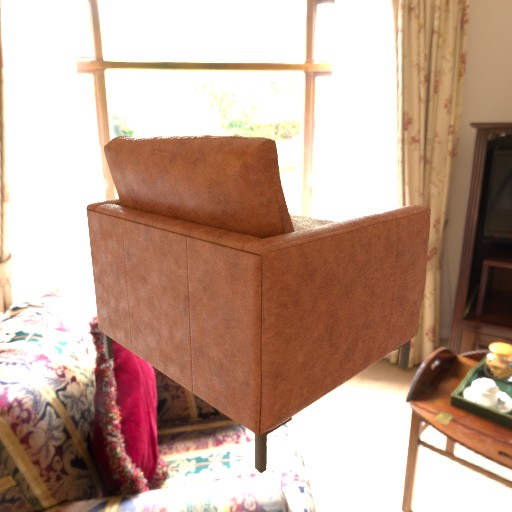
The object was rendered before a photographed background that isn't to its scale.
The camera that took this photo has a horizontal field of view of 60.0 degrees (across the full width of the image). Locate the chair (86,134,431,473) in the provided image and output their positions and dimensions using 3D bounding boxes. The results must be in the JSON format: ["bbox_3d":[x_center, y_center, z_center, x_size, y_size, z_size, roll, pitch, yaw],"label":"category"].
[{"bbox_3d":[0.000,0.000,1.644,0.862,0.869,0.967,-14,21,-42],"label":"chair"}]
